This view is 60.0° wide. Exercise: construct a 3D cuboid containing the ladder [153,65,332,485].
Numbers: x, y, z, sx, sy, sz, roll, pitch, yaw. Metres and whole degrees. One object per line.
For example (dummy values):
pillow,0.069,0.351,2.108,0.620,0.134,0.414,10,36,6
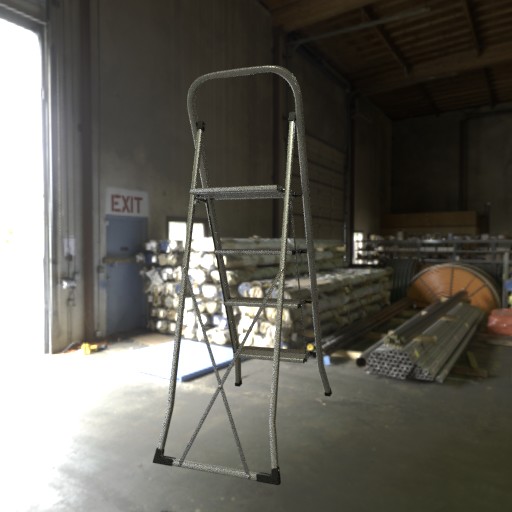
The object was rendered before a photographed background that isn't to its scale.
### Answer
ladder,0.000,0.000,1.700,0.465,1.290,0.830,1,2,18
